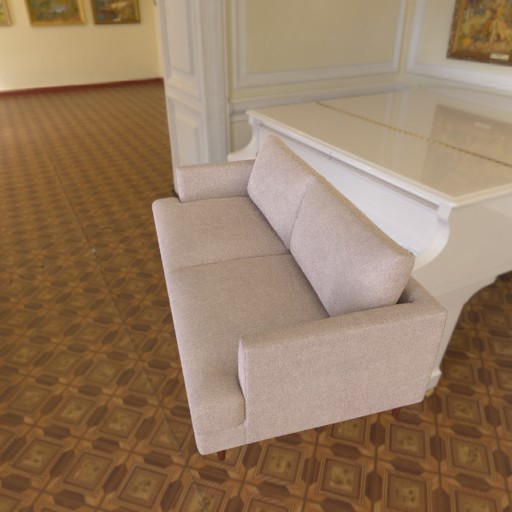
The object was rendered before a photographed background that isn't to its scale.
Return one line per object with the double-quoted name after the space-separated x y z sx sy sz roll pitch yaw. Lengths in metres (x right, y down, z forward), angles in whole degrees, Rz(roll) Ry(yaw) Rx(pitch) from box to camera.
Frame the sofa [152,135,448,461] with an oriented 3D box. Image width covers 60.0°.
0.000 0.000 2.492 1.020 0.868 1.948 -8 32 -13 "sofa"
